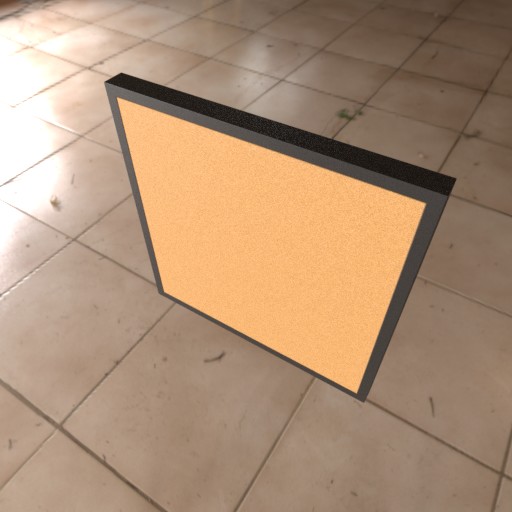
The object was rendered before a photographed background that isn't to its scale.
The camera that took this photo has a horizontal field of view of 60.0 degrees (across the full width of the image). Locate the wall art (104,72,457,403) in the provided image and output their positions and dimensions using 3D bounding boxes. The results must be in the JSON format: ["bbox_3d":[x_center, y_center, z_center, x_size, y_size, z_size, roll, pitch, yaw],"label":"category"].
[{"bbox_3d":[0.000,0.000,0.762,0.506,0.506,0.037,24,52,21],"label":"wall art"}]
